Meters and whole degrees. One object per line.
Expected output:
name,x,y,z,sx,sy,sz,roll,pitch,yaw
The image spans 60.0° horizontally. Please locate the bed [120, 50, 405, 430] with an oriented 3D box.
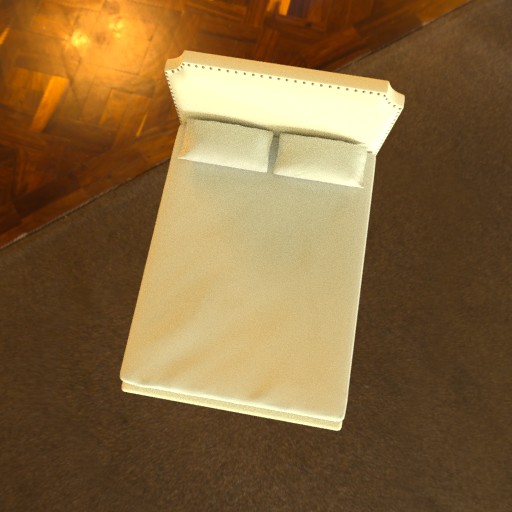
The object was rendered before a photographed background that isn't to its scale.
bed,0.000,0.000,3.387,1.703,1.415,2.329,10,76,2
